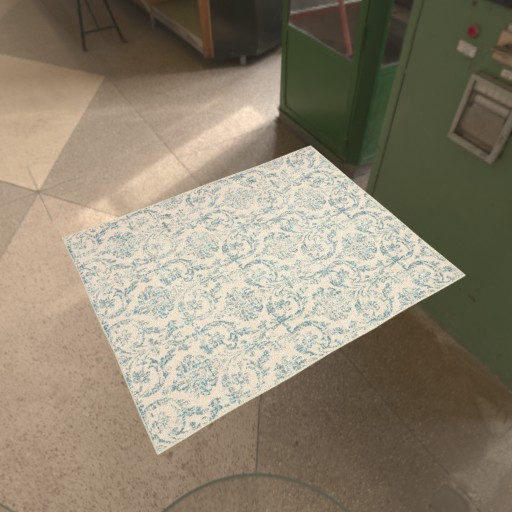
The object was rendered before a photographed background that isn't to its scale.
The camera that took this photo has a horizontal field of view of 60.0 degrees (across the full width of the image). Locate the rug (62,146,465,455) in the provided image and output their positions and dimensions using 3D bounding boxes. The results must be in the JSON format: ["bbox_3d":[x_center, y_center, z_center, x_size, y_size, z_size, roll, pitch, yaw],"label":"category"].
[{"bbox_3d":[0.000,0.000,4.143,2.980,0.012,2.363,-24,53,-20],"label":"rug"}]
